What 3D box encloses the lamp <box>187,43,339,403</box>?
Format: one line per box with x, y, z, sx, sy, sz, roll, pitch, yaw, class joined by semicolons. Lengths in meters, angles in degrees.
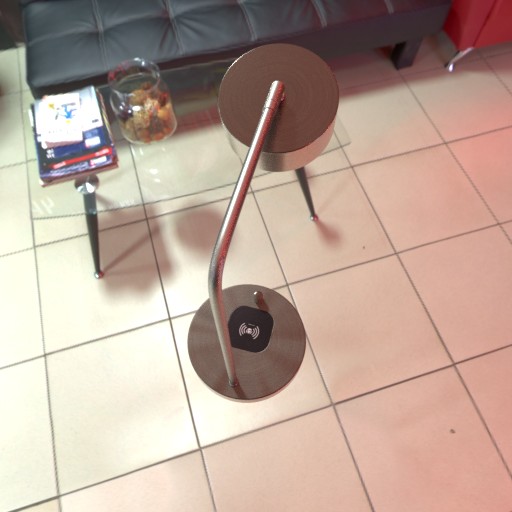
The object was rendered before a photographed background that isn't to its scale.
0.000;0.000;0.635;0.211;0.469;0.334;14;63;7;lamp
